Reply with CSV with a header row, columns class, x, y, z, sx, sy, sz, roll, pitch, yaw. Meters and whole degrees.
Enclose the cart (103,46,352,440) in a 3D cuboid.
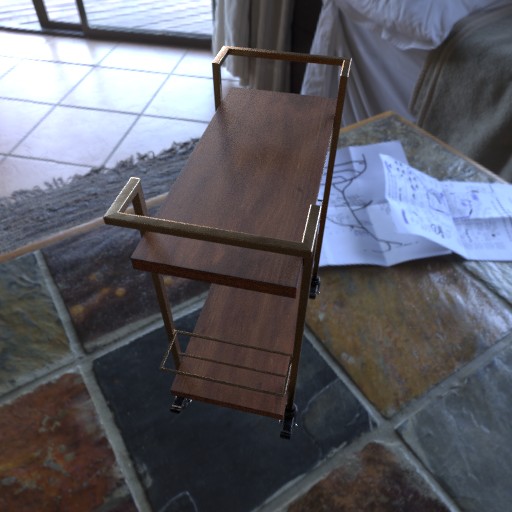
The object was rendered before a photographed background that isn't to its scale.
class,x,y,z,sx,sy,sz,roll,pitch,yaw
cart,0.000,0.000,1.191,0.364,0.807,0.695,10,48,9
